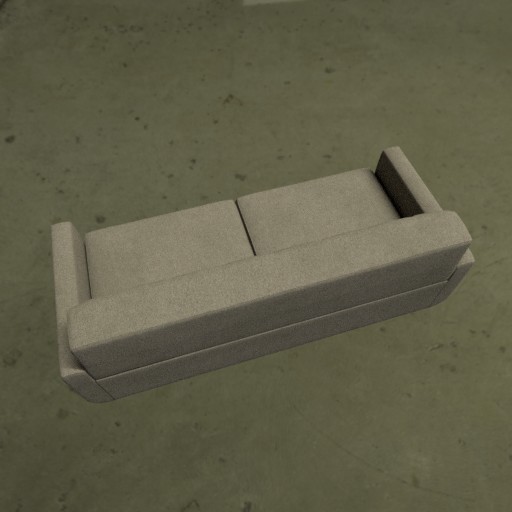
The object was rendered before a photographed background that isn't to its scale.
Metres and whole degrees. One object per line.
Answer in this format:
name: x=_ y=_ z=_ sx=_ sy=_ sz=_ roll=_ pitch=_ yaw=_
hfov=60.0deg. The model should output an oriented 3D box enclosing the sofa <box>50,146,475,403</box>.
sofa: x=0.000 y=0.000 z=2.411 sx=2.029 sy=0.841 sz=0.909 roll=-14 pitch=59 yaw=-9
